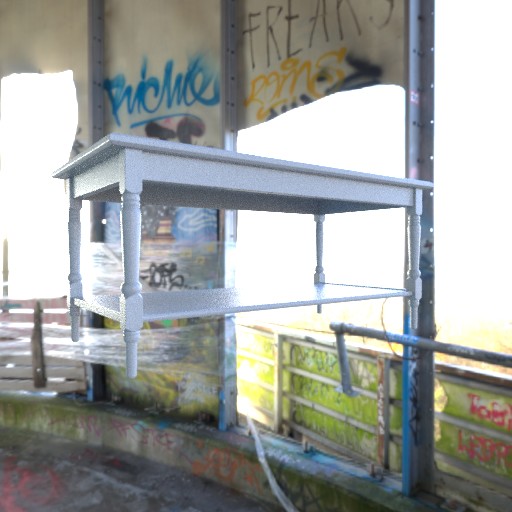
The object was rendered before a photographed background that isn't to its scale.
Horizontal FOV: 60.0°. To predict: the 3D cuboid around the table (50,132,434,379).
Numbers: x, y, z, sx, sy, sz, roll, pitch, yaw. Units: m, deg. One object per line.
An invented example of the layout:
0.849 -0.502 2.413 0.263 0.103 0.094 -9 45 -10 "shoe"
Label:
0.000 0.000 1.420 1.109 0.506 0.551 -1 1 -36 "table"
